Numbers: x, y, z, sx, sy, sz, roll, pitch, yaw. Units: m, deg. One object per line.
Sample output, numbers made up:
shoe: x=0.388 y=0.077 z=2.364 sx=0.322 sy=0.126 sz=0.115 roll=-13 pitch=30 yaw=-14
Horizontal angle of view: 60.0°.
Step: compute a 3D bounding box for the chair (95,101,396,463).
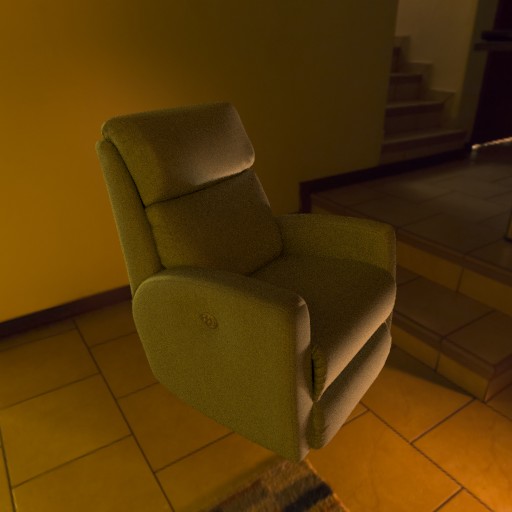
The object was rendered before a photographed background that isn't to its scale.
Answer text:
chair: x=0.000 y=0.000 z=1.651 sx=0.940 sy=1.016 sz=0.794 roll=18 pitch=31 yaw=32
